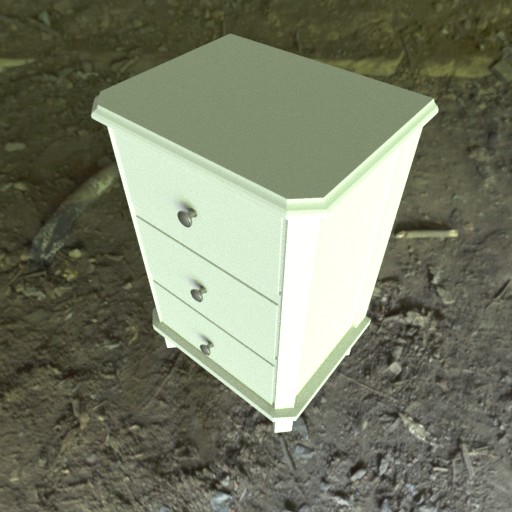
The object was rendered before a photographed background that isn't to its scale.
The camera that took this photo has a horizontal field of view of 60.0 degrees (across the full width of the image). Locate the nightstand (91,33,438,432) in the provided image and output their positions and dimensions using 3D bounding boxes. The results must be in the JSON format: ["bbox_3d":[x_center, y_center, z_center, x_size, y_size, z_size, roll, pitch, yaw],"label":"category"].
[{"bbox_3d":[0.000,0.000,0.914,0.435,0.681,0.351,30,54,26],"label":"nightstand"}]
